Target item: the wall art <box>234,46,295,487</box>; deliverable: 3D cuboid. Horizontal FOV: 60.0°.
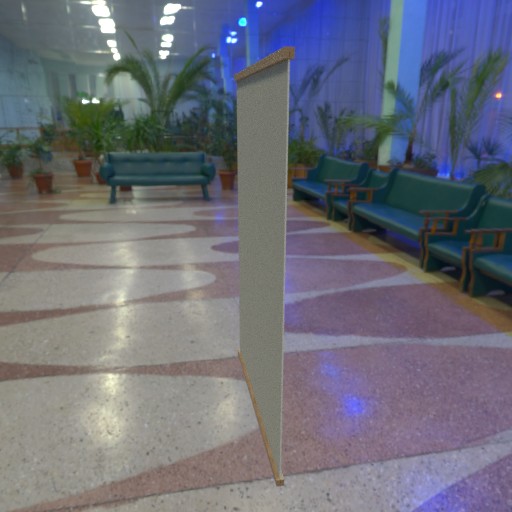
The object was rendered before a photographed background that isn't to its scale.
[{"bbox_3d":[0.000,0.000,1.909,0.030,1.519,0.990,-3,18,-10],"label":"wall art"}]
